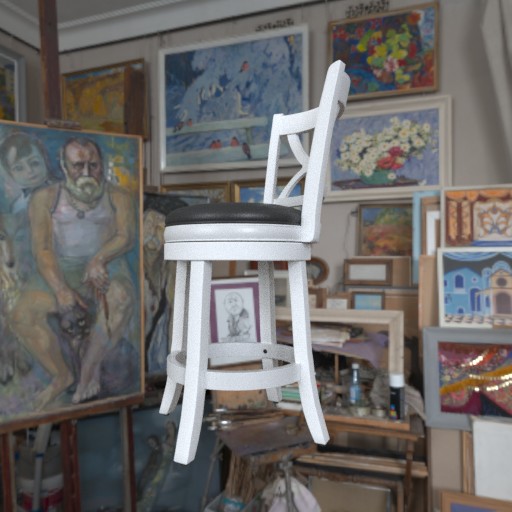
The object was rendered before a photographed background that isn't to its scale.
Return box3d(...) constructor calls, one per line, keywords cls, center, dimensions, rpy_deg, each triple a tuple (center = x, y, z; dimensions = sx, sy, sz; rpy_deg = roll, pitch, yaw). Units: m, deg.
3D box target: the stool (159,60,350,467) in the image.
box3d(cls="stool", center=(0.000, 0.000, 1.242), dimensions=(0.508, 0.953, 0.444), rpy_deg=(0, 0, -18))
